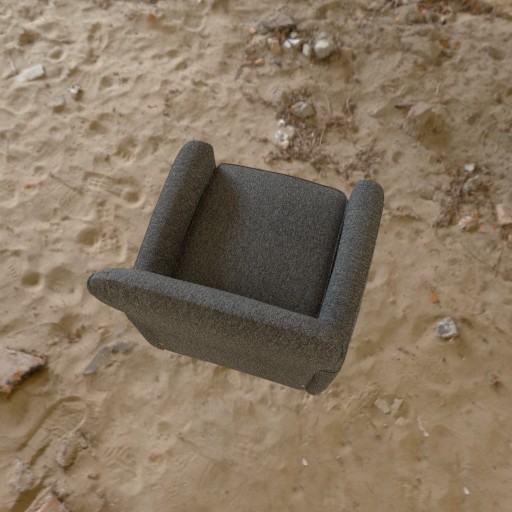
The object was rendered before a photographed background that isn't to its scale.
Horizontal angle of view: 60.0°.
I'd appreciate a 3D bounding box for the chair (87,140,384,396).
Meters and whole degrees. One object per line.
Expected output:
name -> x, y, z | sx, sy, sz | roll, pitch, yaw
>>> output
chair -> 0.000, 0.000, 1.684 | 0.848, 1.014, 0.864 | 15, 65, 7
